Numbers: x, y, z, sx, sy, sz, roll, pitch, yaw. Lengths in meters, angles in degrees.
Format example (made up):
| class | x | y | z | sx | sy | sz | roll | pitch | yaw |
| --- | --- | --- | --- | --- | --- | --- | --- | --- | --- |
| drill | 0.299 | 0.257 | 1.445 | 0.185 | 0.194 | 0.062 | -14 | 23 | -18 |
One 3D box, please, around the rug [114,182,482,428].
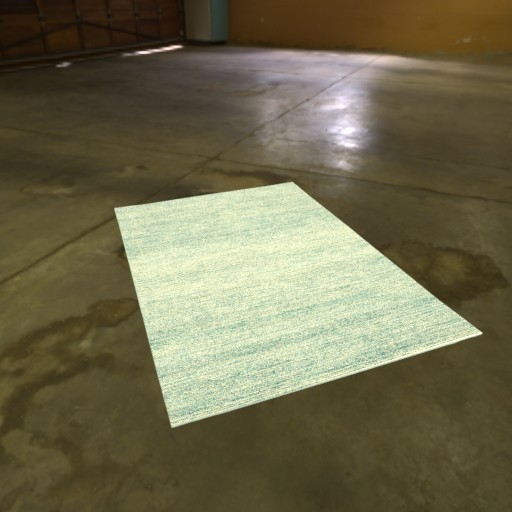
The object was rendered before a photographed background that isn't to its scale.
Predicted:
| class | x | y | z | sx | sy | sz | roll | pitch | yaw |
| --- | --- | --- | --- | --- | --- | --- | --- | --- | --- |
| rug | 0.000 | 0.000 | 2.948 | 1.613 | 0.030 | 2.306 | -11 | 32 | -18 |
